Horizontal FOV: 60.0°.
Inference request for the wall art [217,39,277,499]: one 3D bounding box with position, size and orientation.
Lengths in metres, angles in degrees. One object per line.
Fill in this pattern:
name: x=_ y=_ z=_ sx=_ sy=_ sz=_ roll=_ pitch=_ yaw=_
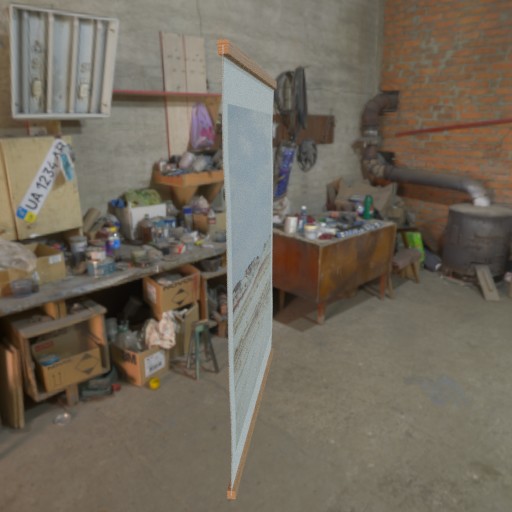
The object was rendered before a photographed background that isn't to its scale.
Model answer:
wall art: x=0.000 y=0.000 z=1.286 sx=0.020 sy=1.016 sz=0.739 roll=3 pitch=16 yaw=9
